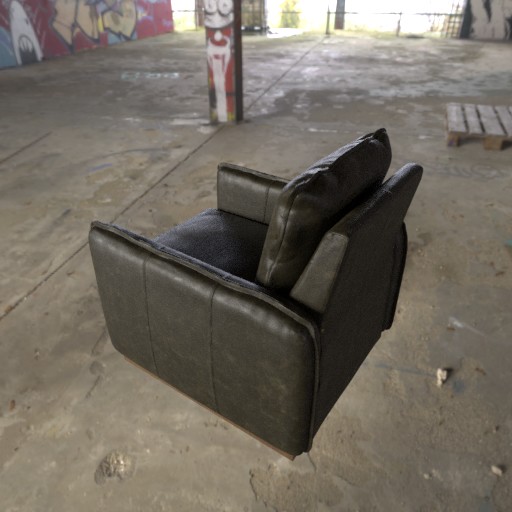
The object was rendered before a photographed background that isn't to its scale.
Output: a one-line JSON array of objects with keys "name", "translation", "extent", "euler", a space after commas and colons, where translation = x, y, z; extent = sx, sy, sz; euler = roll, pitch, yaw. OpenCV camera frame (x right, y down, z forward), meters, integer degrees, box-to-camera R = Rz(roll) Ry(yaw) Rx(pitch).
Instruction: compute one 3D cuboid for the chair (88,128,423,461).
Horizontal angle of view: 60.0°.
[{"name": "chair", "translation": [0.000, 0.000, 1.619], "extent": [0.921, 0.921, 0.830], "euler": [20, 37, 29]}]
